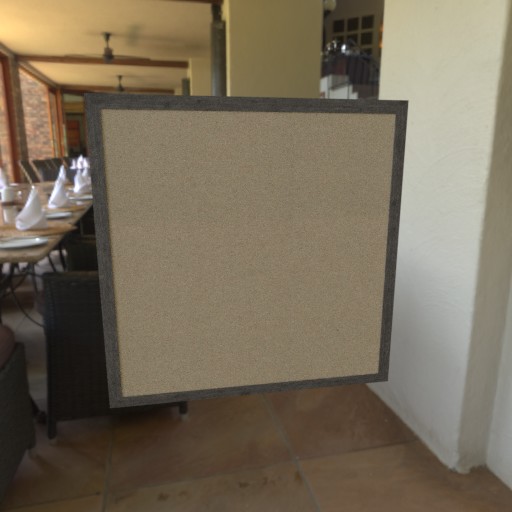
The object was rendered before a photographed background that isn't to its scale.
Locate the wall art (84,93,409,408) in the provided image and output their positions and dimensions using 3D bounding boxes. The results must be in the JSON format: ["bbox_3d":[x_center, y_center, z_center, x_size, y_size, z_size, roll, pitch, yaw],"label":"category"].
[{"bbox_3d":[0.000,0.000,0.674,0.457,0.457,0.013,-2,13,-10],"label":"wall art"}]
